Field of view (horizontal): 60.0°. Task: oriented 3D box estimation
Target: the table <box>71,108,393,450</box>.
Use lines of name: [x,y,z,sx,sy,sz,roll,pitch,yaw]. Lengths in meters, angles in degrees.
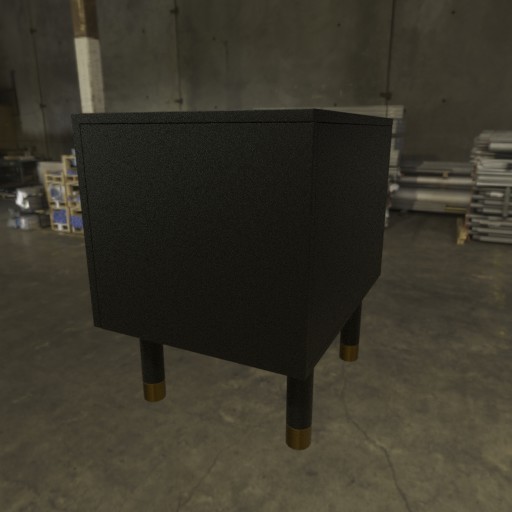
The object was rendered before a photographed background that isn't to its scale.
table: [0.000,0.000,0.973,0.441,0.584,0.564,8,18,25]
